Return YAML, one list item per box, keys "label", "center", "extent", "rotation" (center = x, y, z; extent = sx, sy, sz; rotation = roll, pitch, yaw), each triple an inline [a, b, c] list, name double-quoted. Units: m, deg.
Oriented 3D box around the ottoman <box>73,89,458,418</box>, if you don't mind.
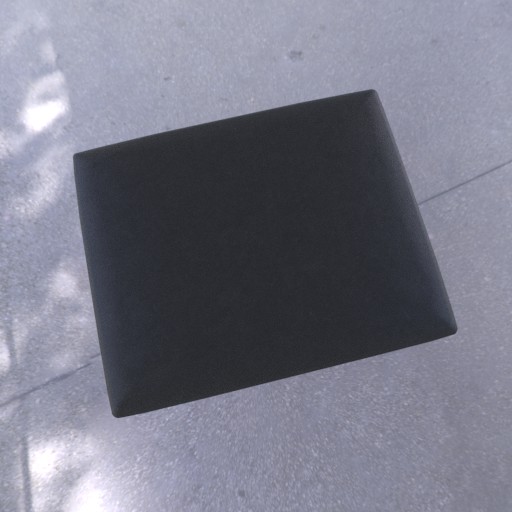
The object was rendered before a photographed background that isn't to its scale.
- label: "ottoman"
  center: [0.000, 0.000, 1.803]
  extent: [1.187, 0.696, 0.967]
  rotation: [-13, 77, -3]
